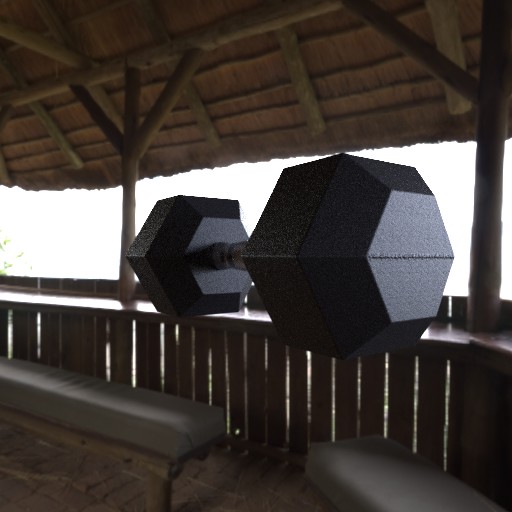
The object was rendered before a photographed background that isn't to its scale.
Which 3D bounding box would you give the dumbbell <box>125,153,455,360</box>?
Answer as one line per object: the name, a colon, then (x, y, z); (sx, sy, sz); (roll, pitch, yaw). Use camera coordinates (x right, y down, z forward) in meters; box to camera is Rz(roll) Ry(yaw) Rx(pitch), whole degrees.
dumbbell: (0.000, 0.000, 0.439); (0.157, 0.137, 0.361); (0, 0, -35)
